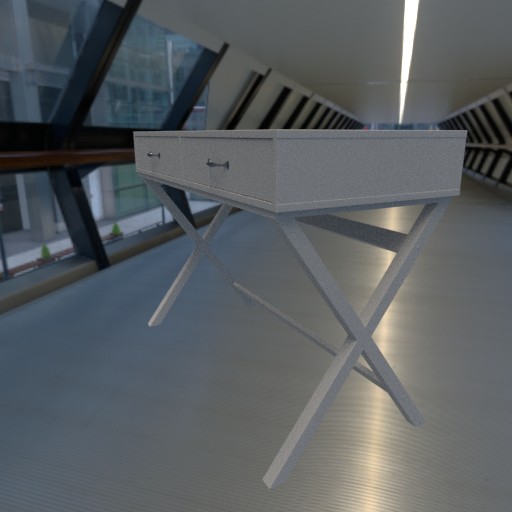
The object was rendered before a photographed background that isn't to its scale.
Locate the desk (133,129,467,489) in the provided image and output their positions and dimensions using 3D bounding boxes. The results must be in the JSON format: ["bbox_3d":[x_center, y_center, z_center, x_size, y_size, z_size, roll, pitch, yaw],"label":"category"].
[{"bbox_3d":[0.000,0.000,1.441,0.525,0.780,1.057,-8,17,-27],"label":"desk"}]
